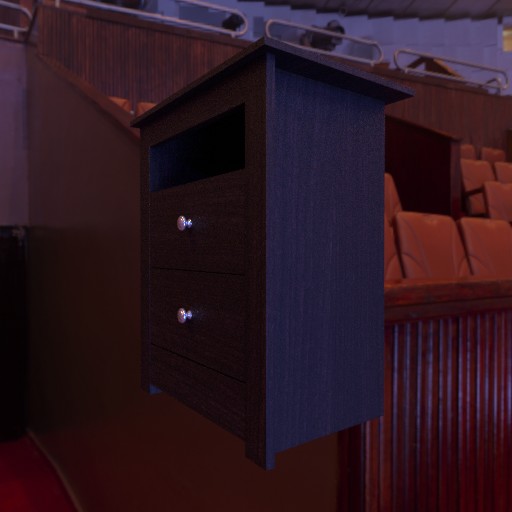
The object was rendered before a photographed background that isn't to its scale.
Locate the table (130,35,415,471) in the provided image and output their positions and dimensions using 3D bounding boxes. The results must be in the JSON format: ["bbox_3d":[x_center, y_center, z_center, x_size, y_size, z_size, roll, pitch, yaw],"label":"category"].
[{"bbox_3d":[0.000,0.000,1.066,0.406,0.711,0.591,-1,1,-36],"label":"table"}]
